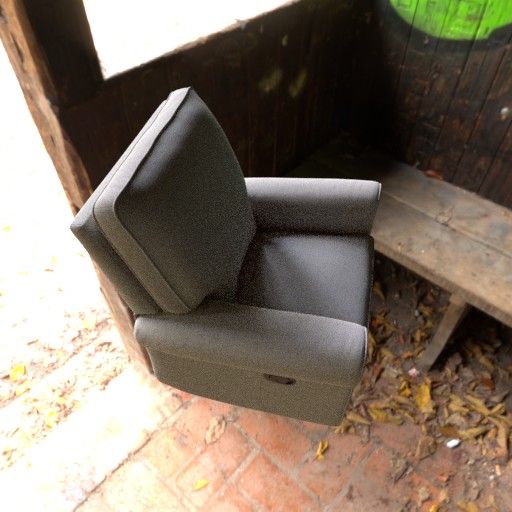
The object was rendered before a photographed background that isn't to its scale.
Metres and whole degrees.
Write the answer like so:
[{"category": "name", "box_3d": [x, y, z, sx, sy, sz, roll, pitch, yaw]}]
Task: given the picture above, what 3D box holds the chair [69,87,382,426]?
[{"category": "chair", "box_3d": [0.000, 0.000, 1.638, 0.878, 0.960, 0.890, 10, 48, 9]}]
